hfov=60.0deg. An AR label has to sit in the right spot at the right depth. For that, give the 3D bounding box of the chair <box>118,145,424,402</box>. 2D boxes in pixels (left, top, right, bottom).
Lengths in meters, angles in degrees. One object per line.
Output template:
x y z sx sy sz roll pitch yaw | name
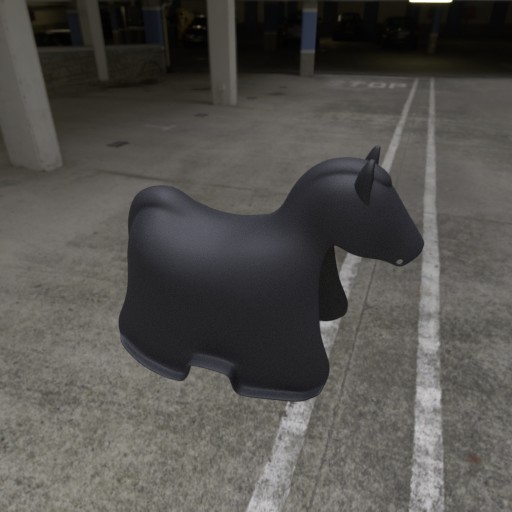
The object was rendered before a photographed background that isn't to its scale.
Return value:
0.000 0.000 1.165 0.800 0.612 0.429 10 32 17 | chair
